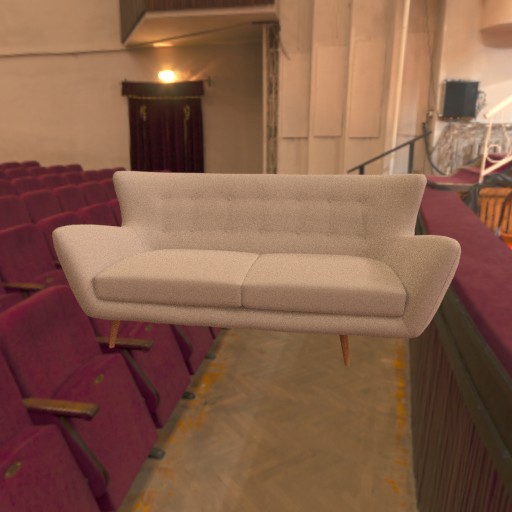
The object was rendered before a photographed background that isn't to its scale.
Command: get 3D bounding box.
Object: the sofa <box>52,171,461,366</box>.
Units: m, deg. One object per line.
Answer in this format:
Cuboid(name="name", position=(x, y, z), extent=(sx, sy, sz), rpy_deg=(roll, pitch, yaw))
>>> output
Cuboid(name="sofa", position=(0.000, 0.000, 2.467), extent=(1.930, 0.890, 0.899), rpy_deg=(2, 14, 9))
